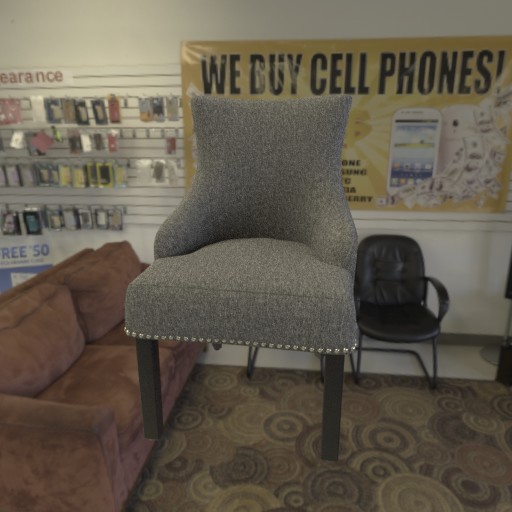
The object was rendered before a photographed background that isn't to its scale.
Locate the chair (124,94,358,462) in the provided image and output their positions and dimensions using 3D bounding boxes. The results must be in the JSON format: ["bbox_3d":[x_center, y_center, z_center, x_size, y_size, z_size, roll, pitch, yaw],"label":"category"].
[{"bbox_3d":[0.000,0.000,1.282,0.566,0.909,0.629,3,16,9],"label":"chair"}]
